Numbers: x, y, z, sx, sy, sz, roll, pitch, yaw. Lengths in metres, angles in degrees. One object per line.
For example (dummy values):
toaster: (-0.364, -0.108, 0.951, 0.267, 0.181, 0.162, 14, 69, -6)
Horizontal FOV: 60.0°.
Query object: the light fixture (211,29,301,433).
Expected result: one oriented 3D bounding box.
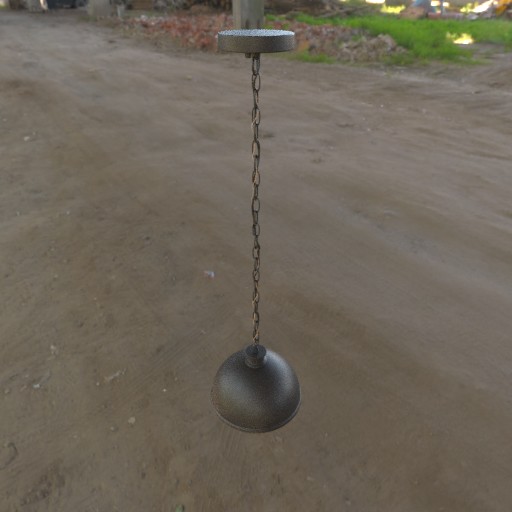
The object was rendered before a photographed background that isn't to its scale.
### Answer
light fixture: (0.000, 0.000, 1.208, 0.304, 1.090, 0.304, 11, 33, 17)
